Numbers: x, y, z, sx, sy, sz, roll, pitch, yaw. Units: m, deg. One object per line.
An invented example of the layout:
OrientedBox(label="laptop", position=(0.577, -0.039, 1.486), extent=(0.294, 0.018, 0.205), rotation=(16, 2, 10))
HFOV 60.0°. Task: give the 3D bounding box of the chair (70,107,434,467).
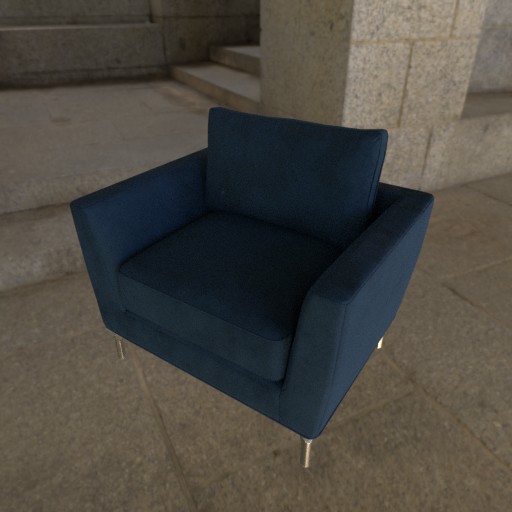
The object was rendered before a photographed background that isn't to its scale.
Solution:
OrientedBox(label="chair", position=(0.000, 0.000, 1.571), extent=(0.977, 0.893, 0.746), rotation=(19, 36, 29))
